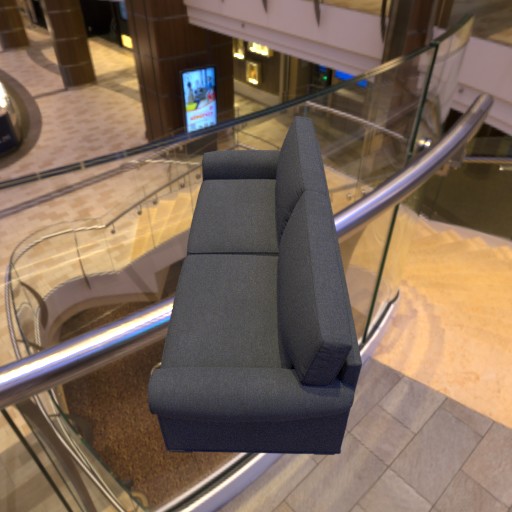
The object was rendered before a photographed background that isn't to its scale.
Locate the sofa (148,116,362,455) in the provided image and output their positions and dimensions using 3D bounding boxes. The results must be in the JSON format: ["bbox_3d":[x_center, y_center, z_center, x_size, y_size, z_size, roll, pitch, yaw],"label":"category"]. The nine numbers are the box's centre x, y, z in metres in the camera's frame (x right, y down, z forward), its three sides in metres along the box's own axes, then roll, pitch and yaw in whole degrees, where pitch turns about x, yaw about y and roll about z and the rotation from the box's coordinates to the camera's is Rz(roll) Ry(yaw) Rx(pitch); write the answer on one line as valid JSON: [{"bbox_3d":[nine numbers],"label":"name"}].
[{"bbox_3d":[0.000,0.000,2.907,0.954,1.026,2.391,1,40,1],"label":"sofa"}]
